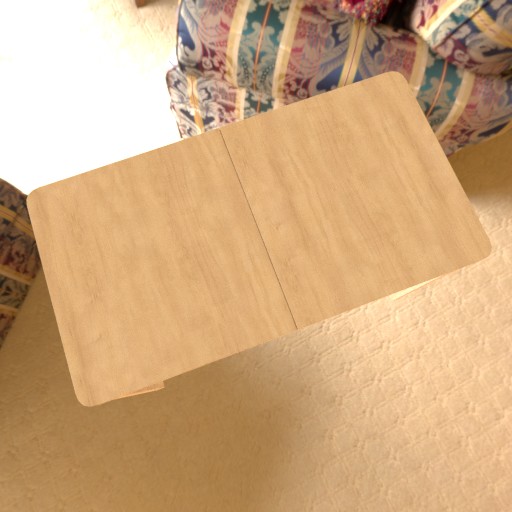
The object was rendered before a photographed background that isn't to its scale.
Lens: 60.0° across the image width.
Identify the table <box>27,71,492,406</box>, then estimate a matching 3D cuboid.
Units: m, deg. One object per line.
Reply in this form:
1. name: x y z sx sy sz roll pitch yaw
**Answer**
1. table: 0.000 0.000 1.908 1.400 0.900 0.750 -20 77 -5
